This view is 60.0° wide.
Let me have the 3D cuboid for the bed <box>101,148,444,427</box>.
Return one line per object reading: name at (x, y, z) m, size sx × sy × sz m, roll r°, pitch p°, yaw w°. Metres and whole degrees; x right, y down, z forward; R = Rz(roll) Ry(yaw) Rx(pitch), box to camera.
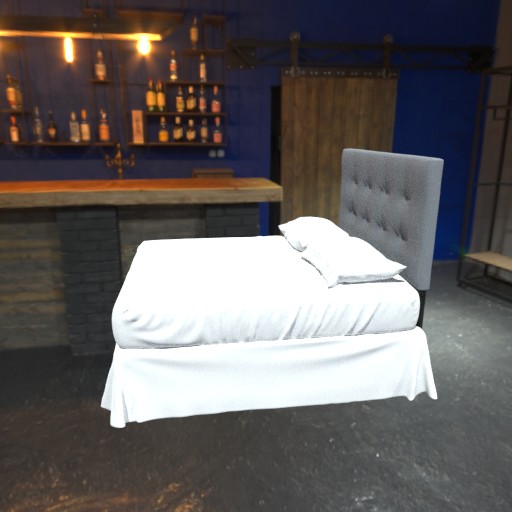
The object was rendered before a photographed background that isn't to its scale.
bed at (0.000, 0.000, 3.481) m, size 2.222 × 1.577 × 1.936 m, roll -2°, pitch 16°, yaw -8°
